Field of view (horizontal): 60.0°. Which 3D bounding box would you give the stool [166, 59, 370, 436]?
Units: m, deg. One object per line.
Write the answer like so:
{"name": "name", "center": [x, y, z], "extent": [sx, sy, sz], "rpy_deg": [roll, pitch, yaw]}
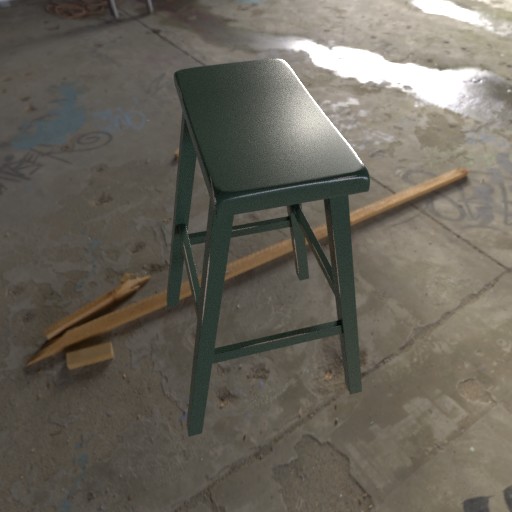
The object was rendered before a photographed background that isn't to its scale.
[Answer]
{"name": "stool", "center": [0.000, 0.000, 1.056], "extent": [0.476, 0.737, 0.457], "rpy_deg": [-11, 47, -10]}
